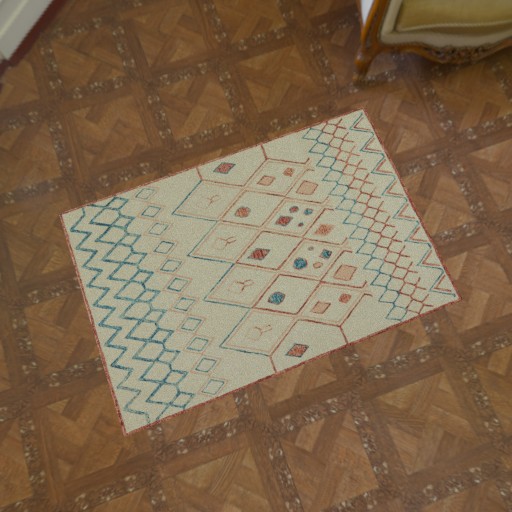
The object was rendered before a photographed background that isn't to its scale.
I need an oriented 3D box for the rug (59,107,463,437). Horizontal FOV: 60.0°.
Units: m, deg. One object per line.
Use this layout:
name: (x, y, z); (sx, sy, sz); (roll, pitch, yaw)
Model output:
rug: (0.000, 0.000, 2.357); (1.829, 0.016, 1.219); (-21, 76, -5)
